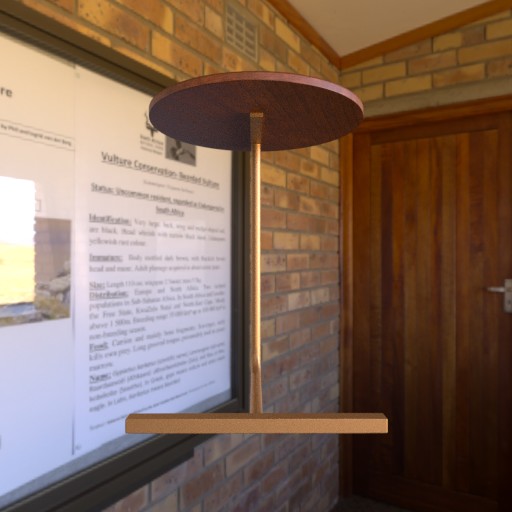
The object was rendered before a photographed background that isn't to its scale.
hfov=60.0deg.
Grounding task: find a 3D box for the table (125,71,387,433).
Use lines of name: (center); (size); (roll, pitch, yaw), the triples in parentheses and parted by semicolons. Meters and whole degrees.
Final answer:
table: (0.000, 0.000, 1.134); (0.530, 0.706, 0.577); (0, 0, 0)
